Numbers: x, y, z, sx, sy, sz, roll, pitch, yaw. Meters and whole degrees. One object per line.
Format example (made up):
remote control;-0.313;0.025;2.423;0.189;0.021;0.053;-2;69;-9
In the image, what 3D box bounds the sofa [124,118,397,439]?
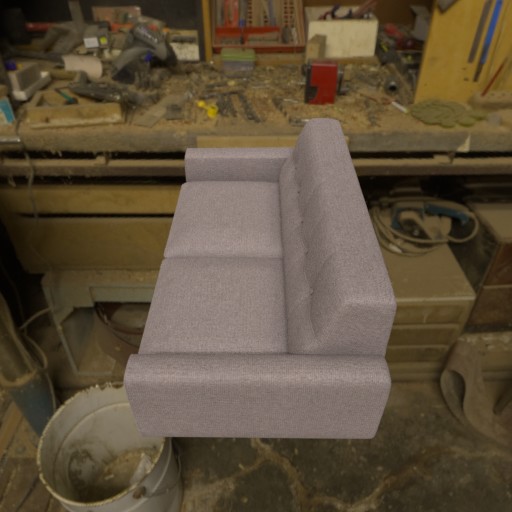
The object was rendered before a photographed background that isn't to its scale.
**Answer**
sofa;0.000;0.000;2.143;0.909;0.841;1.631;0;40;0
